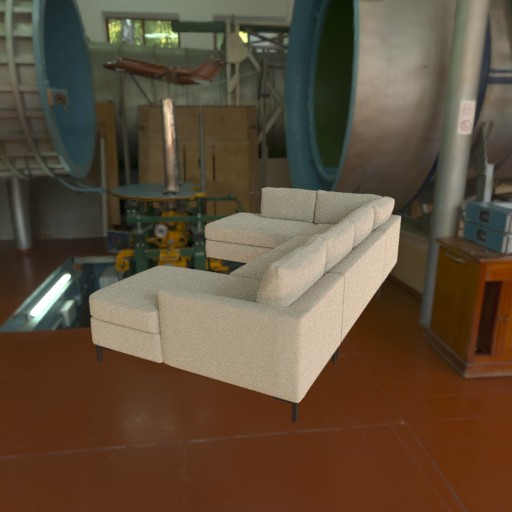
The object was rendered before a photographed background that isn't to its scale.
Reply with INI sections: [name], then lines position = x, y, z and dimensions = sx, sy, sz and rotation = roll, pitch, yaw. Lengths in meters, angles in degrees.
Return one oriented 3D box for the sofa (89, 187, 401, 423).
[sofa]
position = 0.000, 0.000, 3.906
dimensions = 1.989, 0.862, 2.984
rotation = 8, 18, 26
